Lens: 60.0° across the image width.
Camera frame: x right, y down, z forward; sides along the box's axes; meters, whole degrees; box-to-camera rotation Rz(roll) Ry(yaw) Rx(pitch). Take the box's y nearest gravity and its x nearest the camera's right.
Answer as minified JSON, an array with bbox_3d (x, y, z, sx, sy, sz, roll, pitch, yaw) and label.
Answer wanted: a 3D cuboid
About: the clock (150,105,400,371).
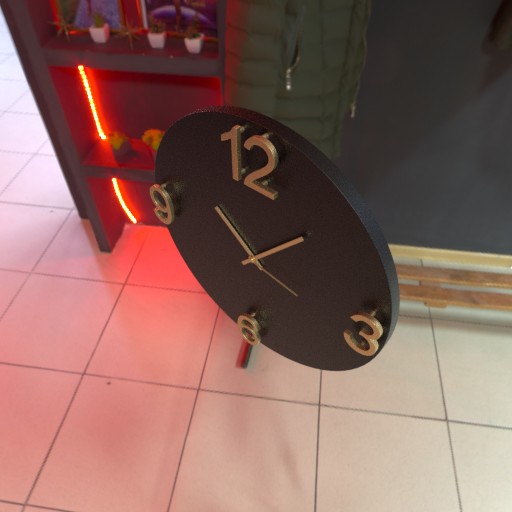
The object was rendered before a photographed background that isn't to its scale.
[{"bbox_3d":[0.000,0.000,0.680,0.454,0.454,0.038,32,54,27],"label":"clock"}]
